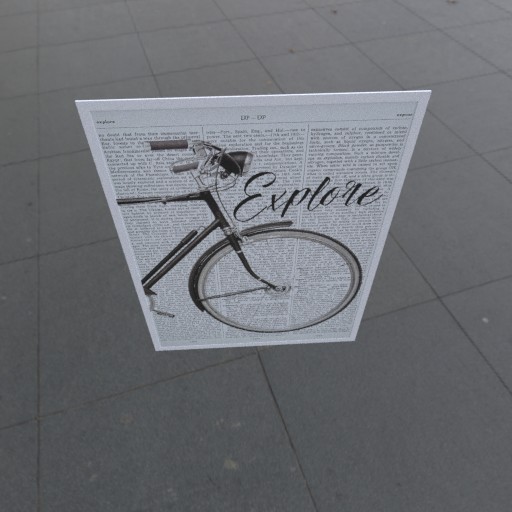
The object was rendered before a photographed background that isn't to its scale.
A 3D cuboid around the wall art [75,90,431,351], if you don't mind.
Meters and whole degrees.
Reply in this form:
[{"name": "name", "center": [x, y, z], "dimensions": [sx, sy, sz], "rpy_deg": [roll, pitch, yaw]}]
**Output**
[{"name": "wall art", "center": [0.000, 0.000, 0.794], "dimensions": [0.457, 0.610, 0.003], "rpy_deg": [-2, 48, -2]}]
